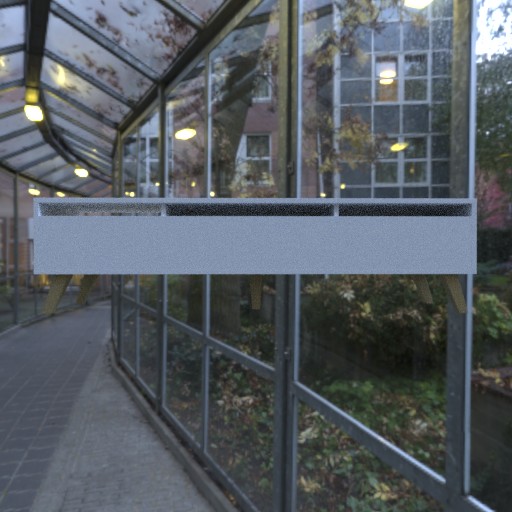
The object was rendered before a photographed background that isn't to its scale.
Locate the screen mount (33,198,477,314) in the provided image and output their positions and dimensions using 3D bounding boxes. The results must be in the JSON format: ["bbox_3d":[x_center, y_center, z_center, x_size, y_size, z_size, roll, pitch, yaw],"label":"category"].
[{"bbox_3d":[0.000,0.000,1.844,1.644,0.432,0.399,0,0,-1],"label":"screen mount"}]
